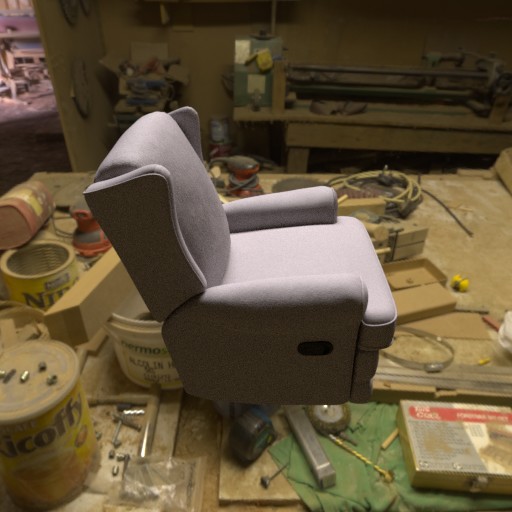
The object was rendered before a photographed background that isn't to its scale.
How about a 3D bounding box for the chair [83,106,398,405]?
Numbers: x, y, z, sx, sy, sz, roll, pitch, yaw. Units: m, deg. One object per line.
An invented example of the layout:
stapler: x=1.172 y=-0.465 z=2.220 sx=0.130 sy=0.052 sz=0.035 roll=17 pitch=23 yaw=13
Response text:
chair: x=0.000 y=0.000 z=1.734 sx=0.969 sy=1.011 sz=0.847 roll=0 pitch=33 yaw=1
